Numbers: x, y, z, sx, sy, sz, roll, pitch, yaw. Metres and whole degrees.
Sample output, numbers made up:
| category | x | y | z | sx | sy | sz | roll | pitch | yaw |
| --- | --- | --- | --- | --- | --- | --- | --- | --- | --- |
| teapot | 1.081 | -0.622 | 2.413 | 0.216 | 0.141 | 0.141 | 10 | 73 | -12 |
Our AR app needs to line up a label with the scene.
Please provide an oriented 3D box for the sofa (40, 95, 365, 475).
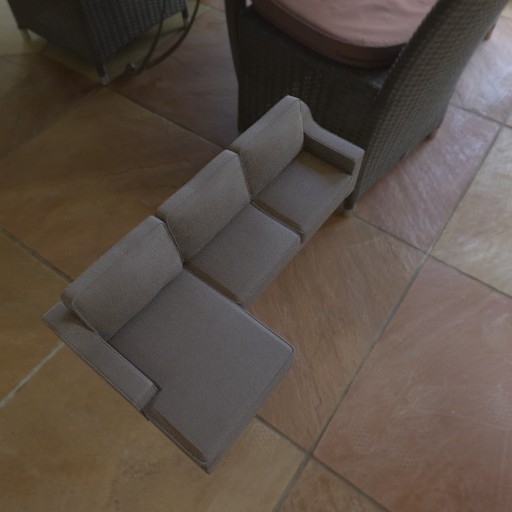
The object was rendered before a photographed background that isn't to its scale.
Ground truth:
| category | x | y | z | sx | sy | sz | roll | pitch | yaw |
| --- | --- | --- | --- | --- | --- | --- | --- | --- | --- |
| sofa | 0.000 | 0.000 | 3.193 | 1.294 | 0.928 | 2.561 | 34 | 64 | 19 |
